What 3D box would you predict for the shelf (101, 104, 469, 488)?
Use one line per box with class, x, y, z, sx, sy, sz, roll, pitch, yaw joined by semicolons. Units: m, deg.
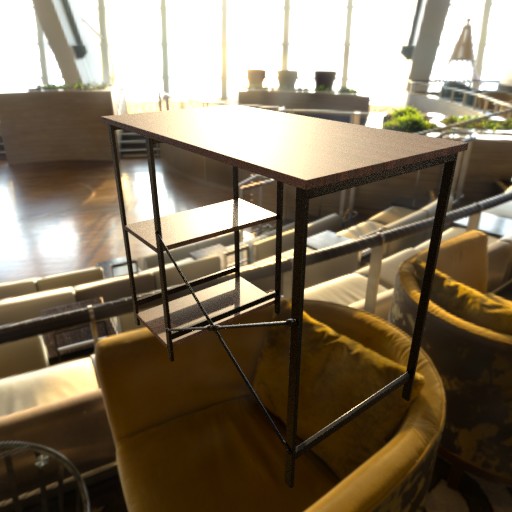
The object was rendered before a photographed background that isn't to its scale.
shelf;0.000;0.000;1.330;0.498;0.750;0.902;-18;31;-34
